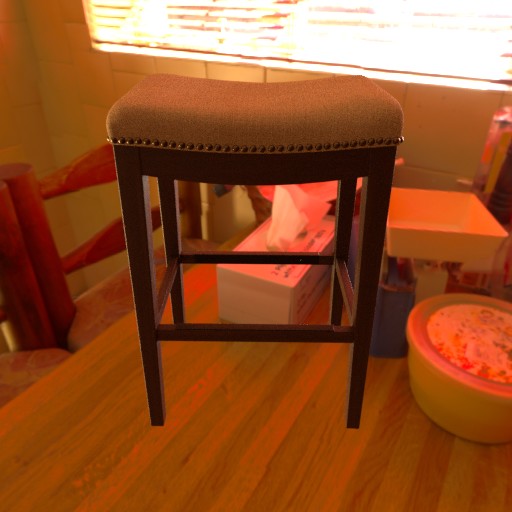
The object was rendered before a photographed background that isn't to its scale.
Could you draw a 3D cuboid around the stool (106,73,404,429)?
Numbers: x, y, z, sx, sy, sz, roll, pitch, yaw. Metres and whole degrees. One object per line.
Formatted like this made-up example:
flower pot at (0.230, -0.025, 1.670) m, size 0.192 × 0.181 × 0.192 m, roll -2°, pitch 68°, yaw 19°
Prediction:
stool at (0.000, 0.000, 1.039) m, size 0.509 × 0.768 × 0.363 m, roll 0°, pitch 31°, yaw 1°
